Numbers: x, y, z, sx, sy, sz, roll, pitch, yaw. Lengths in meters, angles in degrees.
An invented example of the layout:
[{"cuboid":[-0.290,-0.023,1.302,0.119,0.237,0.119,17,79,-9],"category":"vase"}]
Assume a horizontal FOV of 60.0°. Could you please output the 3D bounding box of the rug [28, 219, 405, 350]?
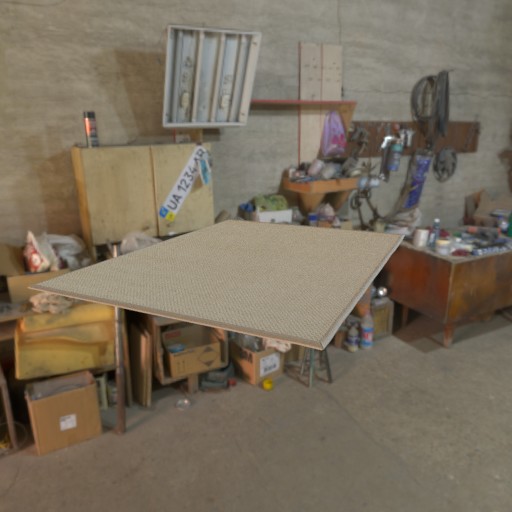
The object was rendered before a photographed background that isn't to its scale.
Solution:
[{"cuboid":[0.000,0.000,2.771,1.525,0.020,2.081,7,17,25],"category":"rug"}]
